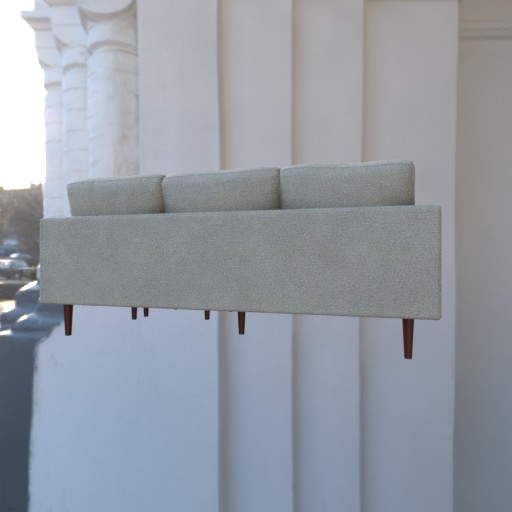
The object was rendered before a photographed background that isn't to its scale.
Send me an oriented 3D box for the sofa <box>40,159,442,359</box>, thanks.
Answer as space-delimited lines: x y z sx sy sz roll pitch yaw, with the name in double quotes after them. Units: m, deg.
0.000 0.000 3.001 2.233 0.956 1.504 0 0 18 "sofa"
